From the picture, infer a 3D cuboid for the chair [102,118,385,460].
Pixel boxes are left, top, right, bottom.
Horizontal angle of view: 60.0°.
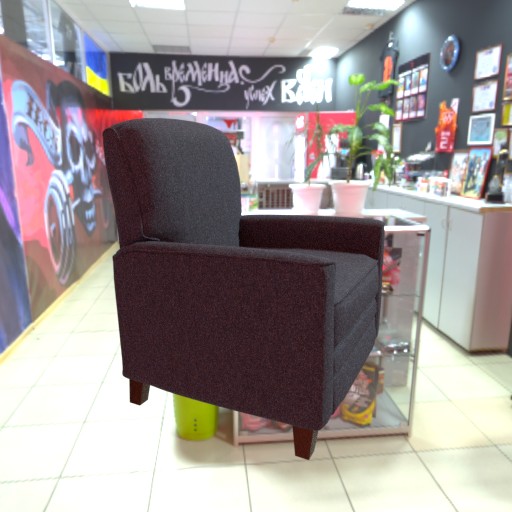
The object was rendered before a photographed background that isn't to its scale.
[{"bbox_3d":[0.000,0.000,1.682,0.850,1.016,0.839,7,15,26],"label":"chair"}]
